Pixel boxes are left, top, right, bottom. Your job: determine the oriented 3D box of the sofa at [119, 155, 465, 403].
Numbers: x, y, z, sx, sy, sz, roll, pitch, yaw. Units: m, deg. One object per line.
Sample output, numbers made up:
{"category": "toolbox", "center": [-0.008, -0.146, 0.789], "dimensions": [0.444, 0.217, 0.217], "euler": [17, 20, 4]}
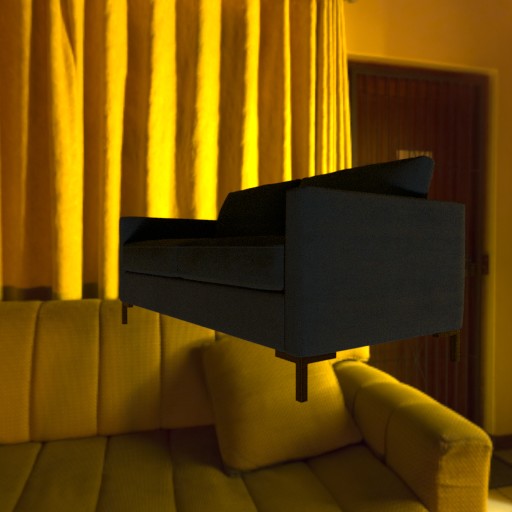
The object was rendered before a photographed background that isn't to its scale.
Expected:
{"category": "sofa", "center": [0.000, 0.000, 2.165], "dimensions": [0.875, 0.817, 1.676], "euler": [-1, 1, -35]}
